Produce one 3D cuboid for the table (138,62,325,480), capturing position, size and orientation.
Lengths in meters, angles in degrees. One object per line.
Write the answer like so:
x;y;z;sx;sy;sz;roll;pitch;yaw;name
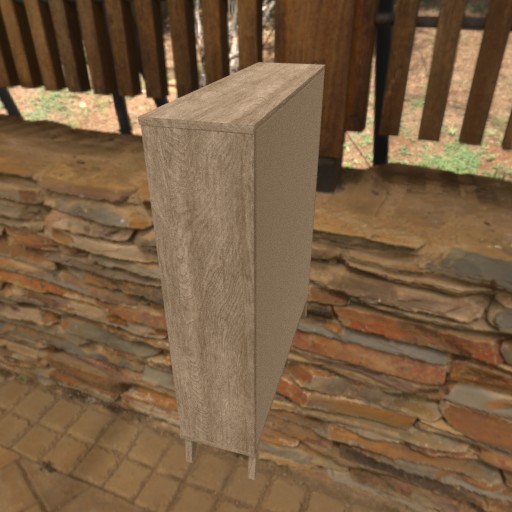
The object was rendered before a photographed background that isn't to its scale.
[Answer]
0.000;0.000;1.546;0.256;1.135;0.902;8;31;14;table
